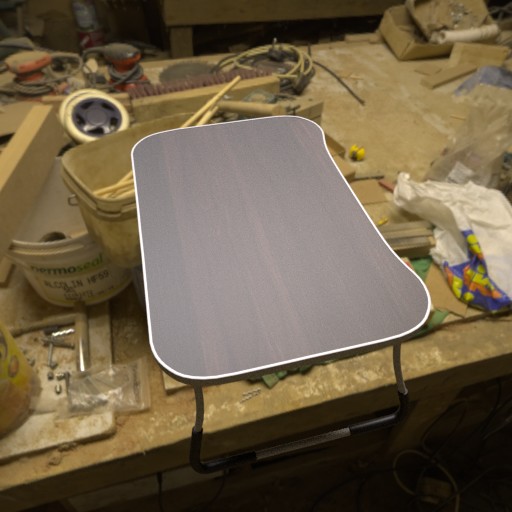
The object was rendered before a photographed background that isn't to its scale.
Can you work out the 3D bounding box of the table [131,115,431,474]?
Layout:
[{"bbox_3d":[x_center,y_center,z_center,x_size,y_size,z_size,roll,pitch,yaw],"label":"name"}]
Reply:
[{"bbox_3d":[0.000,0.000,0.849,0.400,0.232,0.660,-10,48,-10],"label":"table"}]
